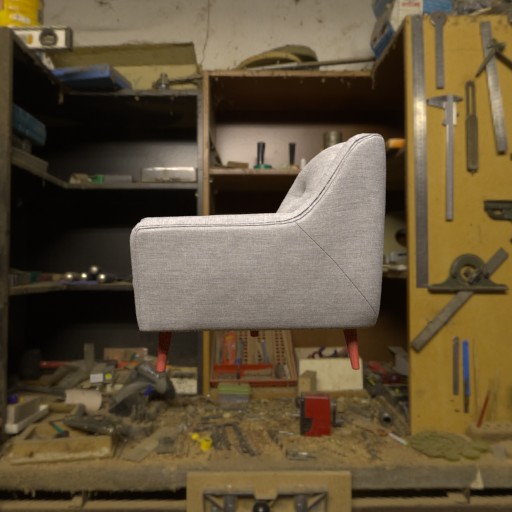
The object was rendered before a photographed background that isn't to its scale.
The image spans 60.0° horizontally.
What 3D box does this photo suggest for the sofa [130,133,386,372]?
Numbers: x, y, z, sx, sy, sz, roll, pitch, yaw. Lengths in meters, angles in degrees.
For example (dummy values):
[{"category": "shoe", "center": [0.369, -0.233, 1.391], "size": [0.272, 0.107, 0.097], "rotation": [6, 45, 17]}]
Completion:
[{"category": "sofa", "center": [0.000, 0.000, 2.458], "size": [0.976, 0.897, 1.930], "rotation": [0, -1, 0]}]
